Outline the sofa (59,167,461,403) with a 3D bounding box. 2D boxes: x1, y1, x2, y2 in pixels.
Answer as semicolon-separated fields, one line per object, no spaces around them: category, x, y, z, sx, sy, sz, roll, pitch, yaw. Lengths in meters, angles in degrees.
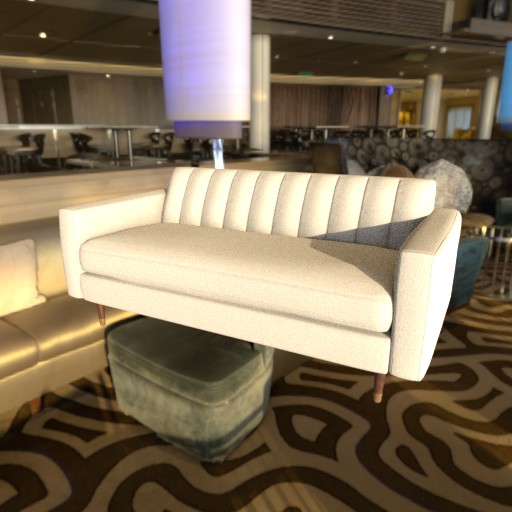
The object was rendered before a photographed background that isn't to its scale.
sofa;0.000;0.000;2.350;1.895;0.814;0.969;8;18;27
